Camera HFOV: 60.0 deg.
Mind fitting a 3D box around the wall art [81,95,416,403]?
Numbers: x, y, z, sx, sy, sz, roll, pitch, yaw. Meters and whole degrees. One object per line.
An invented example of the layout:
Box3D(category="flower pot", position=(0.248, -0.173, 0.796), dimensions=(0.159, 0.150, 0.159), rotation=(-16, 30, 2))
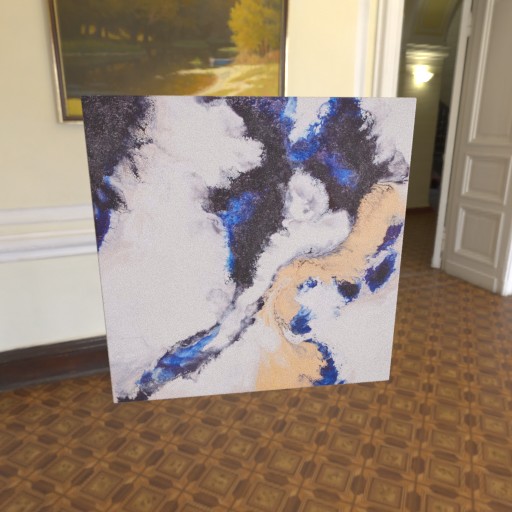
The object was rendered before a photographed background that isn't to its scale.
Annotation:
Box3D(category="wall art", position=(0.000, 0.000, 0.899), dimensions=(0.609, 0.609, 0.039), rotation=(-2, 17, -8))
